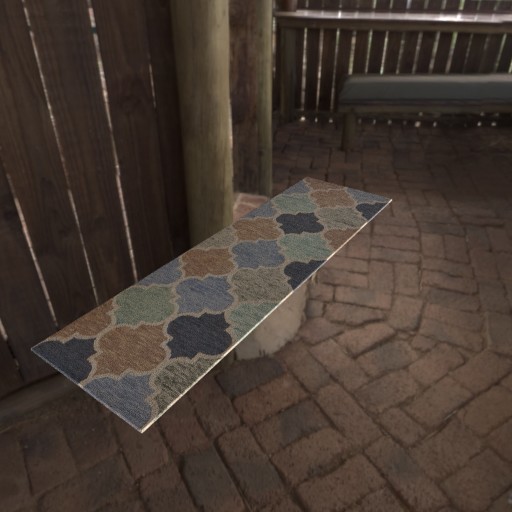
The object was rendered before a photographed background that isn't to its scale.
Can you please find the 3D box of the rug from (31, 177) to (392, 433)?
[{"bbox_3d":[0.000,0.000,2.474,0.687,0.011,2.287,21,38,30],"label":"rug"}]
